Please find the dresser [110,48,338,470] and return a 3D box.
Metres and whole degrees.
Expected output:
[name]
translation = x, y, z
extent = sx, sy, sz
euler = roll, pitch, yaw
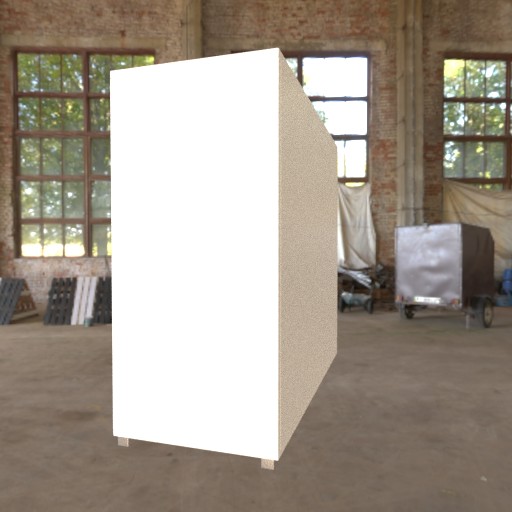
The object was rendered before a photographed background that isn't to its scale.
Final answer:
[dresser]
translation = 0.000, 0.000, 1.636
extent = 0.460, 1.000, 1.100
euler = 0, 2, 18
